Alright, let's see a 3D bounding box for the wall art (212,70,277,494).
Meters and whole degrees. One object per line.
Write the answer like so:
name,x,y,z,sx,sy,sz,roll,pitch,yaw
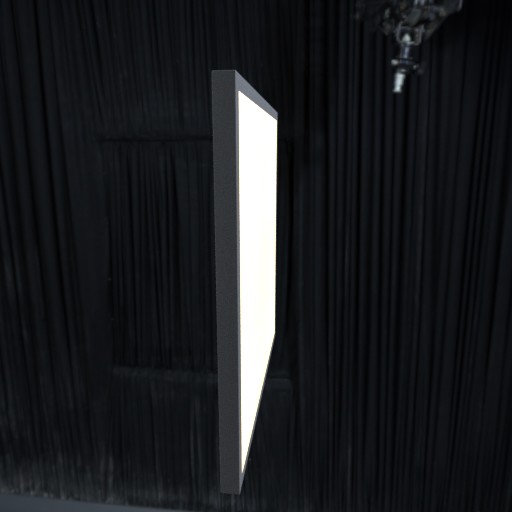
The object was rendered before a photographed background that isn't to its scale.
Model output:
wall art,0.000,0.000,1.131,0.037,0.760,0.762,2,13,7
